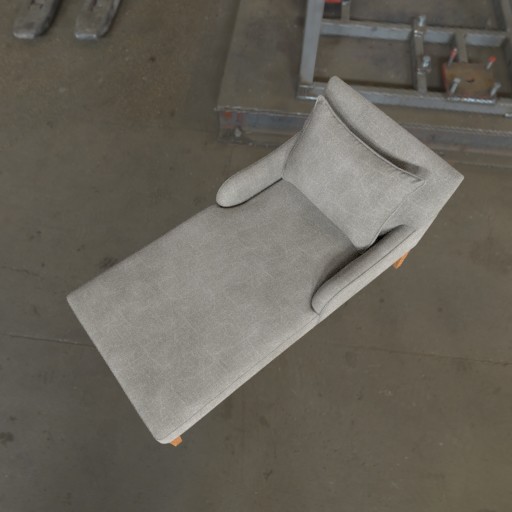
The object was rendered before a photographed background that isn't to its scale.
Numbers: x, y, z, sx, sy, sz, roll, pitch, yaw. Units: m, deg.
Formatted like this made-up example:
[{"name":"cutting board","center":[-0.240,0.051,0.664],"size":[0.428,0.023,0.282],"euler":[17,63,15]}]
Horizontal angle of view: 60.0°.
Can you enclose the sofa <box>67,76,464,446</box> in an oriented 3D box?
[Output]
[{"name":"sofa","center":[0.000,0.000,2.289],"size":[1.779,0.859,0.894],"euler":[-35,67,-17]}]
